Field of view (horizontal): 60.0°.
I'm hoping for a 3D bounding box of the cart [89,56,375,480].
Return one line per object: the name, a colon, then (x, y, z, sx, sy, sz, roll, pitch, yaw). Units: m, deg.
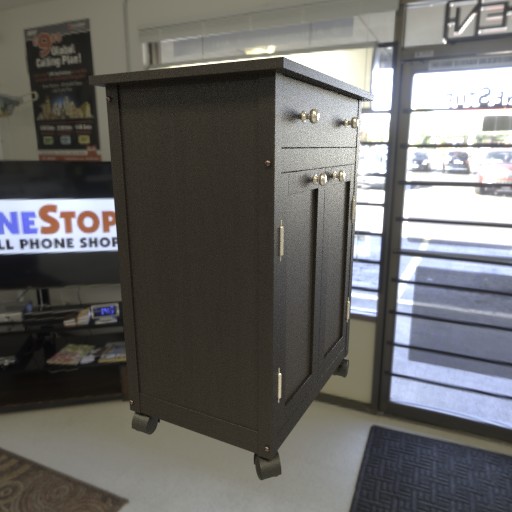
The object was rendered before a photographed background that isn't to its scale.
cart: (0.000, 0.000, 1.226, 0.456, 0.879, 0.660, 7, 16, 27)
